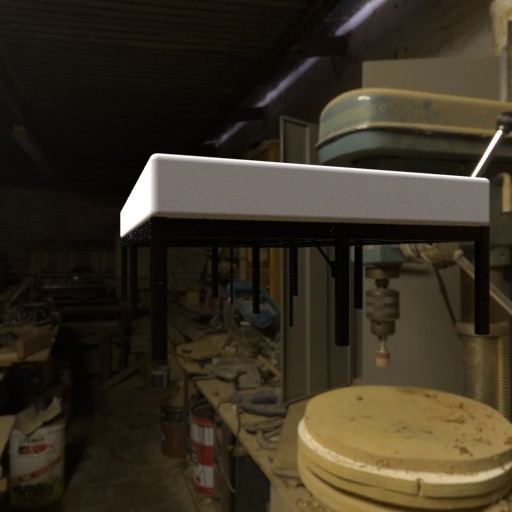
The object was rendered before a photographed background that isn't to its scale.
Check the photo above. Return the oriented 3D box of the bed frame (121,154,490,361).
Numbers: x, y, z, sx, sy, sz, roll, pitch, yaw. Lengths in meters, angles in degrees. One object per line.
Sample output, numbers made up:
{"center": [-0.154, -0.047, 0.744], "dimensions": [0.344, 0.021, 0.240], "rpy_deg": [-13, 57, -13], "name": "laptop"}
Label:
{"center": [0.000, 0.000, 2.540], "dimensions": [1.408, 0.659, 1.956], "rpy_deg": [0, 0, -20], "name": "bed frame"}
